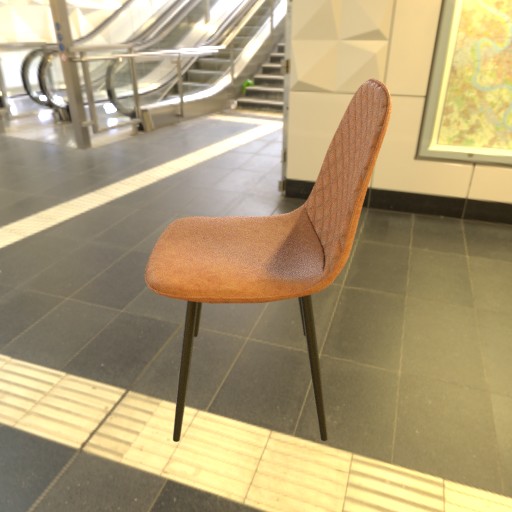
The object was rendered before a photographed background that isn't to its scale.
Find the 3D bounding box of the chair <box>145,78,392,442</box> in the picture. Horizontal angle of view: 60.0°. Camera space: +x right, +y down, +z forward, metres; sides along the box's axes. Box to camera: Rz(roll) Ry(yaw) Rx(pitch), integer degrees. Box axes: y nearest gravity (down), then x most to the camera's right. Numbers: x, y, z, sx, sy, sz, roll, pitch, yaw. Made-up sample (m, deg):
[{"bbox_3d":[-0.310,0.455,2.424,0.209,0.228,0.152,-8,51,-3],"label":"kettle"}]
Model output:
[{"bbox_3d":[0.000,0.000,1.197,0.561,0.889,0.472,0,28,0],"label":"chair"}]
